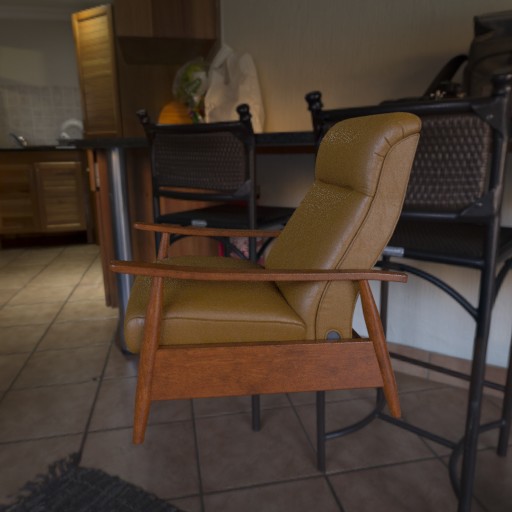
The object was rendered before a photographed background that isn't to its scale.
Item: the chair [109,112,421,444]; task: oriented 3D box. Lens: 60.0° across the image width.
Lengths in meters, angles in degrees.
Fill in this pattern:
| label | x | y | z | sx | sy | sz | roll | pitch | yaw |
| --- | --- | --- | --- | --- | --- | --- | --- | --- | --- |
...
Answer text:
| label | x | y | z | sx | sy | sz | roll | pitch | yaw |
| --- | --- | --- | --- | --- | --- | --- | --- | --- | --- |
| chair | 0.000 | 0.000 | 1.777 | 1.014 | 1.082 | 0.762 | -2 | 14 | -9 |
